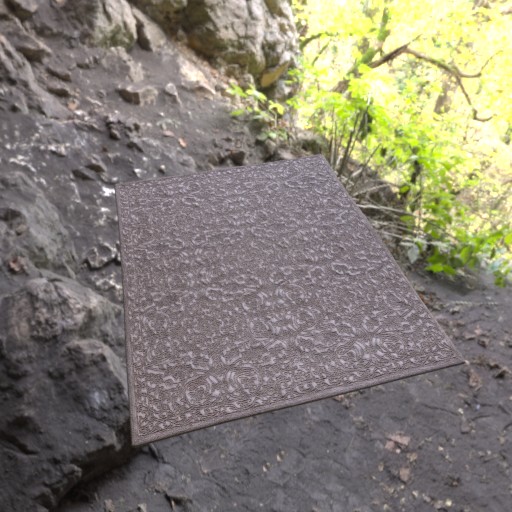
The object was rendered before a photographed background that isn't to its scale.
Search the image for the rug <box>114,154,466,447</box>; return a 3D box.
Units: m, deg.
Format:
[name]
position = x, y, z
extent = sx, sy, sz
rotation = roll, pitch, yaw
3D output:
[rug]
position = 0.000, 0.000, 4.135
extent = 2.472, 0.035, 3.017
rotation = -11, 46, -11
